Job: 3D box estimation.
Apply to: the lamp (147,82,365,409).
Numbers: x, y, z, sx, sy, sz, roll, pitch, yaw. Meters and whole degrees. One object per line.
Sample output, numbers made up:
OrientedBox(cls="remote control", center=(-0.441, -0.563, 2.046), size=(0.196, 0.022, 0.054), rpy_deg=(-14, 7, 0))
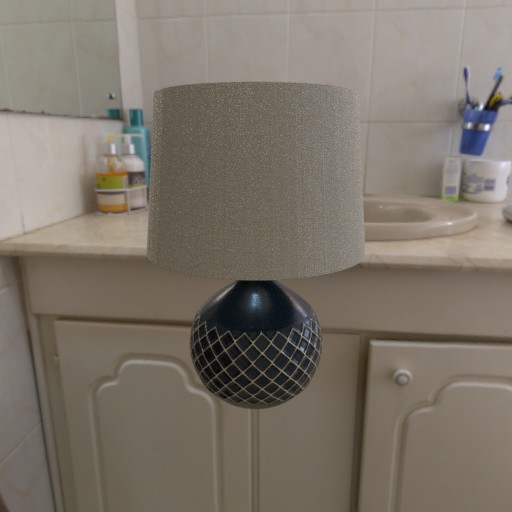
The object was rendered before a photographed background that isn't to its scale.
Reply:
OrientedBox(cls="lamp", center=(0.000, 0.000, 0.786), size=(0.376, 0.540, 0.376), rpy_deg=(0, 14, 0))
